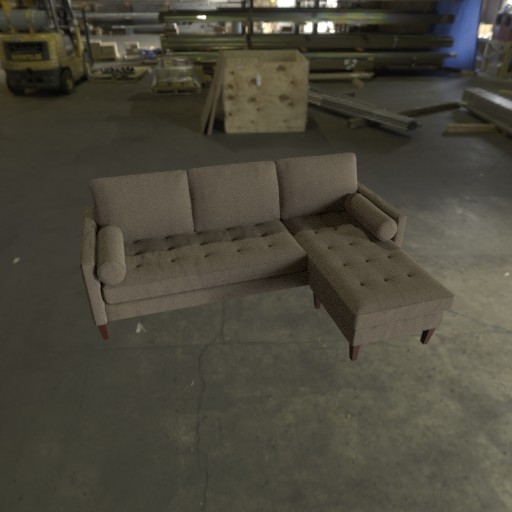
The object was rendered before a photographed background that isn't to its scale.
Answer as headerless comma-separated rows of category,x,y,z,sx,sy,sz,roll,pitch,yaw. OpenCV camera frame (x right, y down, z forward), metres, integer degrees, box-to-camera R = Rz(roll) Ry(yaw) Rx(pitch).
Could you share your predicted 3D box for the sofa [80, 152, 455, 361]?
sofa,0.000,0.000,2.965,2.178,0.875,1.506,-9,32,-14
